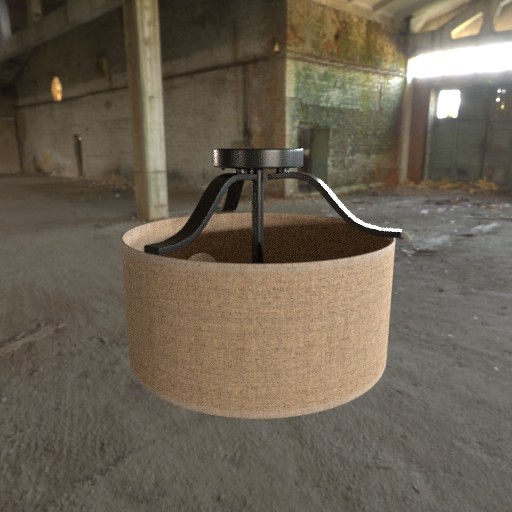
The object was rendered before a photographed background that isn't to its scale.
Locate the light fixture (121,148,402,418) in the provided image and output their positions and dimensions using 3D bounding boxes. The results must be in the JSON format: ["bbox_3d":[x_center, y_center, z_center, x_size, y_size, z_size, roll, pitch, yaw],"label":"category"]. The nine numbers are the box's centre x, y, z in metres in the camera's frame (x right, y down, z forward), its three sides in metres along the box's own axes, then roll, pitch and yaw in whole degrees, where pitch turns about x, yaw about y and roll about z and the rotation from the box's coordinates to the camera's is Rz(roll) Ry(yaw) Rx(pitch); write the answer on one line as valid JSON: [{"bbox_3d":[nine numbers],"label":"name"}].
[{"bbox_3d":[0.000,0.000,0.649,0.390,0.306,0.390,0,14,0],"label":"light fixture"}]
